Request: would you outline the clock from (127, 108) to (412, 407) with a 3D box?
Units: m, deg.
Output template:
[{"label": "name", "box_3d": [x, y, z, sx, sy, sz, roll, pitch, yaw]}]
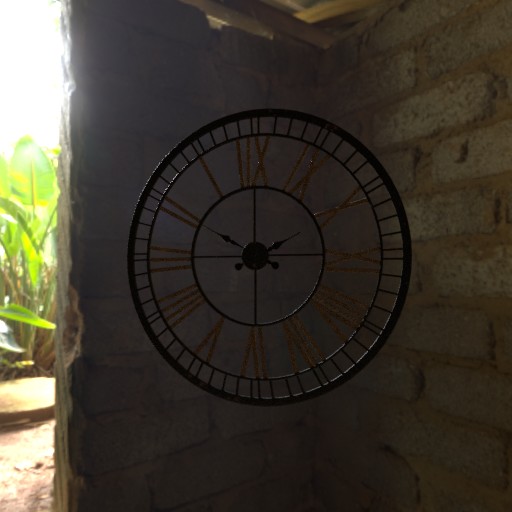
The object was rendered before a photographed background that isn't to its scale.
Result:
[{"label": "clock", "box_3d": [0.000, 0.000, 1.270, 0.843, 0.843, 0.025, -1, -2, 18]}]
